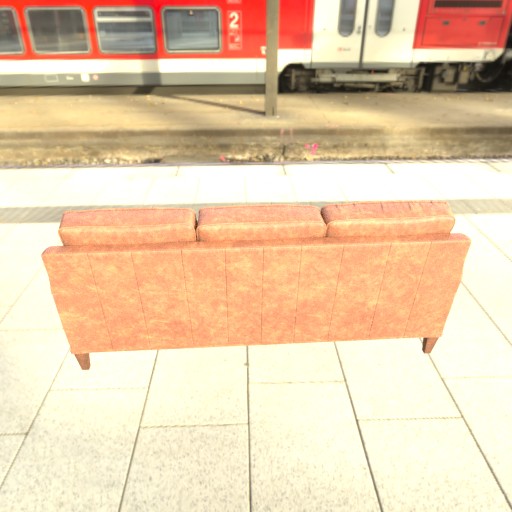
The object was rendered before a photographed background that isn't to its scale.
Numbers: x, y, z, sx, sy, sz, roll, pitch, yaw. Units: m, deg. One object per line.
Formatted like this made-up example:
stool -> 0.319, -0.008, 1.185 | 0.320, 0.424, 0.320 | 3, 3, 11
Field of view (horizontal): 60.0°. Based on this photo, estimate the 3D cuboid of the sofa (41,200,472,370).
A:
sofa -> 0.000, 0.000, 2.836 | 2.246, 1.003, 1.084 | -2, 30, -3
